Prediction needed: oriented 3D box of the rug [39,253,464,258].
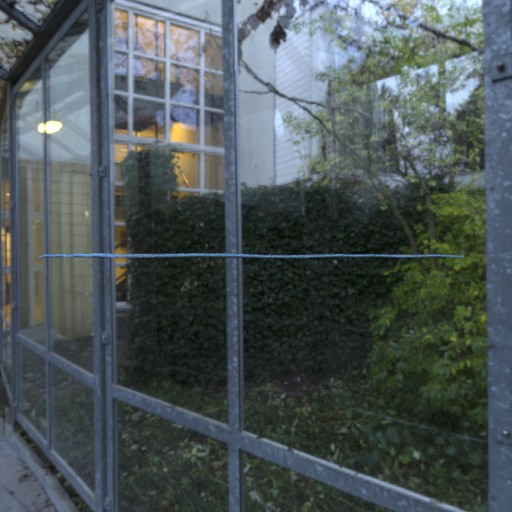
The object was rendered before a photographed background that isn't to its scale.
[{"bbox_3d":[0.000,0.000,2.267,1.847,0.014,1.195,0,0,-35],"label":"rug"}]
